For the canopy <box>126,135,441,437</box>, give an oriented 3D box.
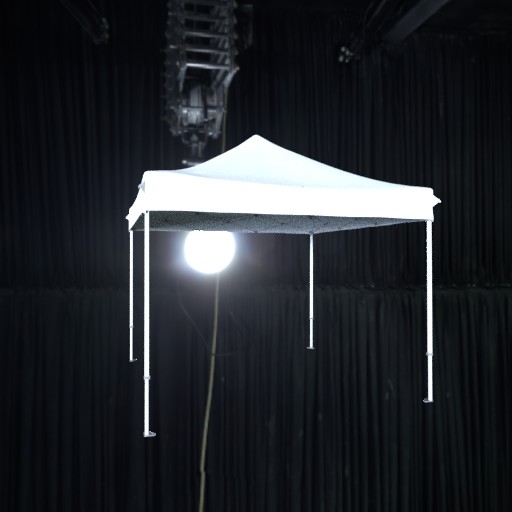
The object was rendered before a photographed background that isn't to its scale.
[{"bbox_3d":[0.000,0.000,5.486,2.994,2.998,2.996,0,0,-18],"label":"canopy"}]
